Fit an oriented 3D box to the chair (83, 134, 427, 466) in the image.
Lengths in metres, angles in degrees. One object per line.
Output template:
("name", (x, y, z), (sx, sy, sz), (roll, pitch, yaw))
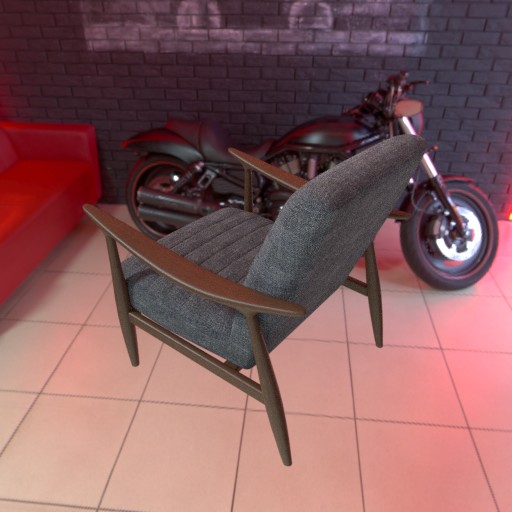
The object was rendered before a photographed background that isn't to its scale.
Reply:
("chair", (0.000, 0.000, 1.445), (0.798, 0.832, 0.741), (23, 39, 32))
